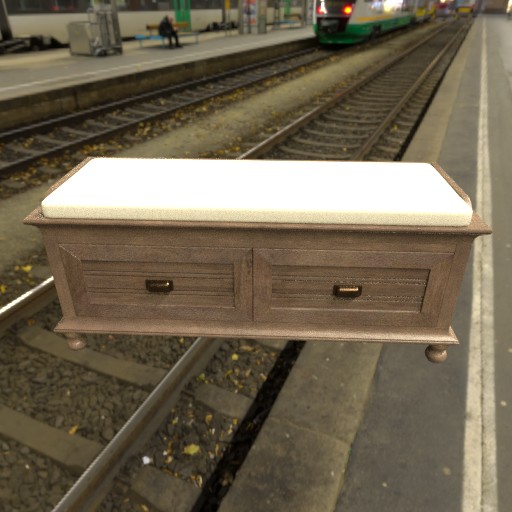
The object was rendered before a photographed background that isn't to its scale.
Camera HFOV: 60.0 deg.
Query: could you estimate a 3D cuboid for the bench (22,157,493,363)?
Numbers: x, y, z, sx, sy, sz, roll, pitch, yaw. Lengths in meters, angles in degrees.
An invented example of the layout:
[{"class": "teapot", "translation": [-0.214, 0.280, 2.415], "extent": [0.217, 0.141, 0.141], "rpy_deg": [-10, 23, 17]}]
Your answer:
[{"class": "bench", "translation": [0.000, 0.000, 1.387], "extent": [1.185, 0.501, 0.402], "rpy_deg": [1, 30, 2]}]
